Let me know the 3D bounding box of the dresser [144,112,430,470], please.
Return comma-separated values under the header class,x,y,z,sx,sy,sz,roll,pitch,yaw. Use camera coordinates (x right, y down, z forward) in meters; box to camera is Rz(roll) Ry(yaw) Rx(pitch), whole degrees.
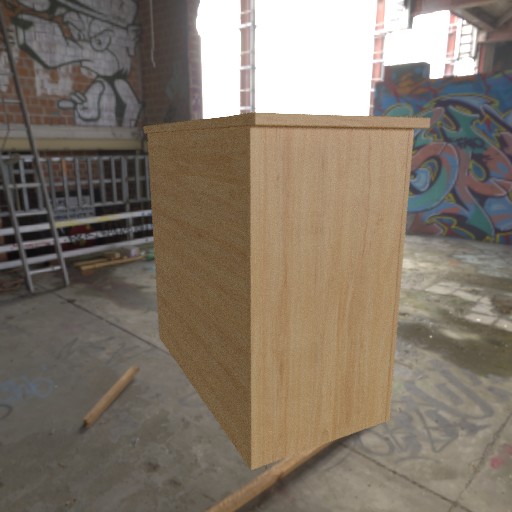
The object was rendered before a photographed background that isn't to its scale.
class,x,y,z,sx,sy,sz,roll,pitch,yaw
dresser,0.000,0.000,1.269,0.410,0.730,0.800,-7,16,-26
